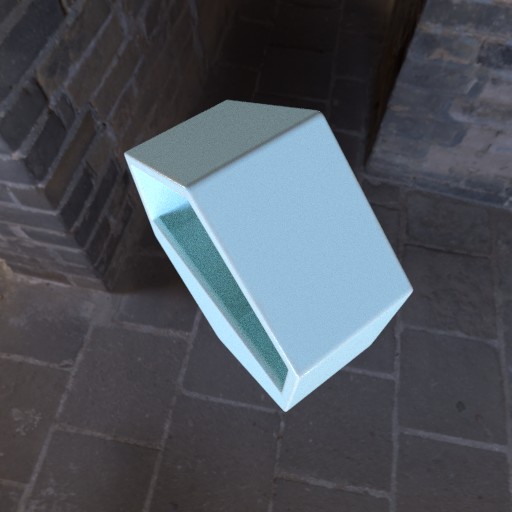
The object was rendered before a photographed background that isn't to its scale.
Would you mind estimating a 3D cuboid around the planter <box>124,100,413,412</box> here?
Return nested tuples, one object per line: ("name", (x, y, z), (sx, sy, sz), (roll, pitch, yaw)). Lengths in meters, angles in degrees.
("planter", (0.000, 0.000, 0.291), (0.078, 0.207, 0.169), (-33, 67, -16))
